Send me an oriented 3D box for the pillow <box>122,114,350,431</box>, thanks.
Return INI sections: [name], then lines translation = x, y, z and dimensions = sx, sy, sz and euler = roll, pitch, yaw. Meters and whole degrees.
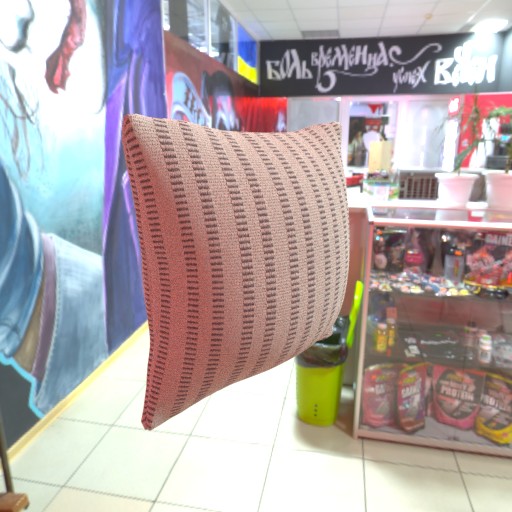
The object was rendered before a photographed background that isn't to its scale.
[pillow]
translation = 0.000, 0.000, 0.705
dimensions = 0.247, 0.419, 0.438
euler = 14, 20, 42
